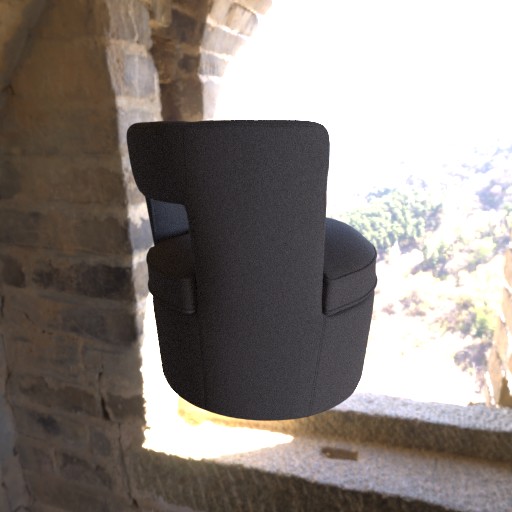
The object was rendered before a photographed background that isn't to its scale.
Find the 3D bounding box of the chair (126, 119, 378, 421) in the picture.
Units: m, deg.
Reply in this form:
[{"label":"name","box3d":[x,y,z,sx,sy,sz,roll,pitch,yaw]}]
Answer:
[{"label":"chair","box3d":[0.000,0.000,1.260,0.660,0.719,0.689,-8,17,-26]}]
